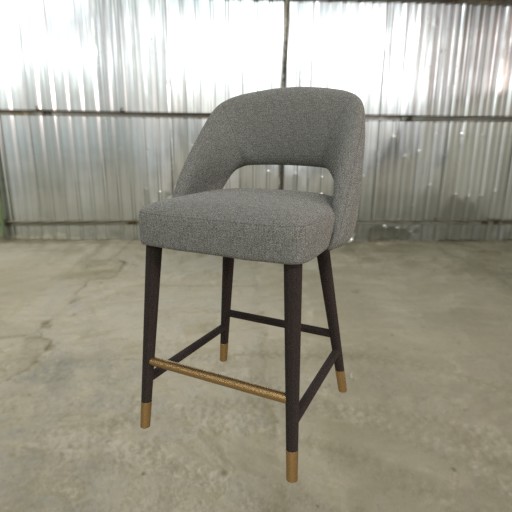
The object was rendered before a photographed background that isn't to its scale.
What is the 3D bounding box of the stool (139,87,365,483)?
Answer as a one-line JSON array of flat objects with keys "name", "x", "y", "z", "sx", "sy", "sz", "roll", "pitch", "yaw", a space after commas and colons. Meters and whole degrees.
[{"name": "stool", "x": 0.000, "y": 0.000, "z": 1.234, "sx": 0.536, "sy": 0.925, "sz": 0.524, "roll": 8, "pitch": 17, "yaw": 26}]
